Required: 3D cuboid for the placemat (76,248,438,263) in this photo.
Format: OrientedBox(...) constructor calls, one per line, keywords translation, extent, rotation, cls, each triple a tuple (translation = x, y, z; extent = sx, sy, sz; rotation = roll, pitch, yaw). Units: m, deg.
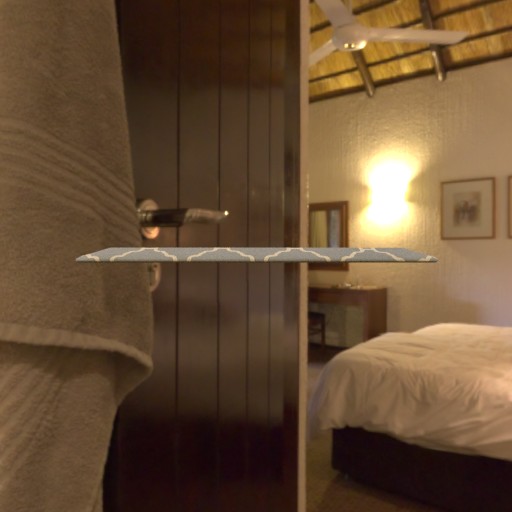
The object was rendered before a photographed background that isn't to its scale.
OrientedBox(translation=(0.000, 0.000, 0.970), extent=(0.508, 0.021, 0.762), rotation=(0, 0, 0), cls="placemat")
